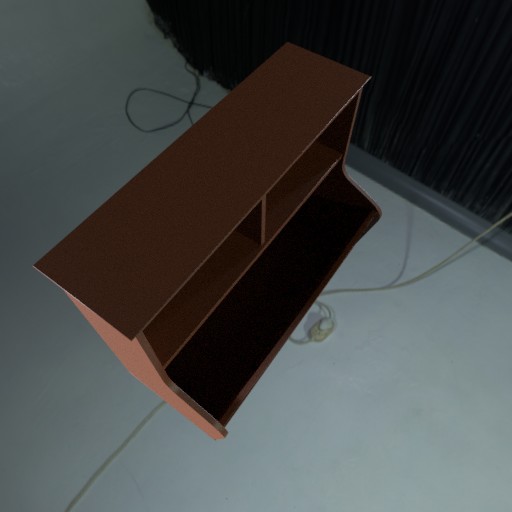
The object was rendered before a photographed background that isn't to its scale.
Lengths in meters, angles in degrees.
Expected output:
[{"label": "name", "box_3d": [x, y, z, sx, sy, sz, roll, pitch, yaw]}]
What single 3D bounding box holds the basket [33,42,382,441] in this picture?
[{"label": "basket", "box_3d": [0.000, 0.000, 1.138, 0.376, 0.625, 0.792, 31, 63, 18]}]
